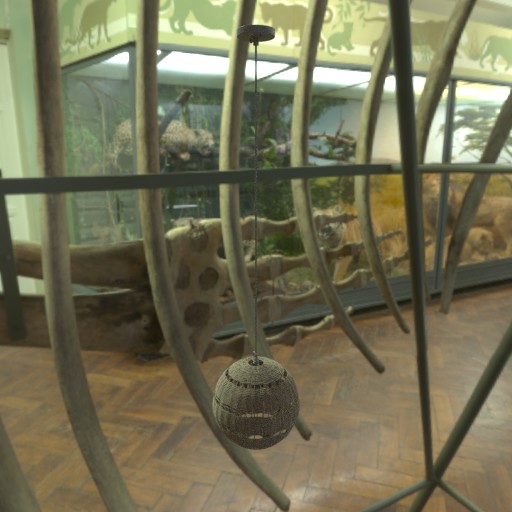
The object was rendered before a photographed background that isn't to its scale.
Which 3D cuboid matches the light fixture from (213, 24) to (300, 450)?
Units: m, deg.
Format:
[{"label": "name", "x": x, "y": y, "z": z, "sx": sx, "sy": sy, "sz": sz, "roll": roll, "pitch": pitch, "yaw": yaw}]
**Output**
[{"label": "light fixture", "x": 0.000, "y": 0.000, "z": 2.154, "sx": 0.457, "sy": 2.019, "sz": 0.457, "roll": -6, "pitch": 14, "yaw": -27}]
